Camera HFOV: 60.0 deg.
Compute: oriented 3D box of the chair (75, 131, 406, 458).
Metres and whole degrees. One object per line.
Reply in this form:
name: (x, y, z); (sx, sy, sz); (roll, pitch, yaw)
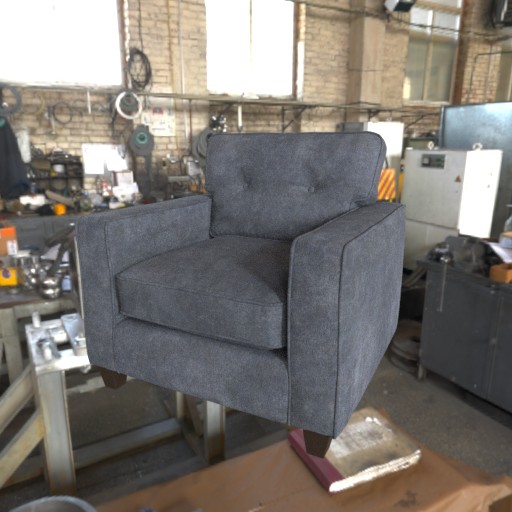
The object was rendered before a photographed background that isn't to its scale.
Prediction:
chair: (0.000, 0.000, 1.768); (1.015, 0.965, 0.939); (7, 16, 26)
